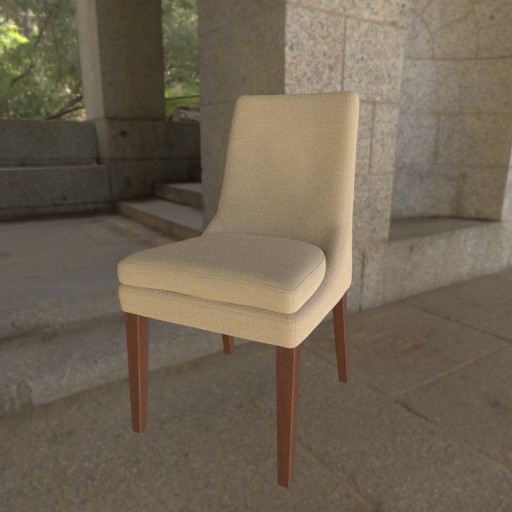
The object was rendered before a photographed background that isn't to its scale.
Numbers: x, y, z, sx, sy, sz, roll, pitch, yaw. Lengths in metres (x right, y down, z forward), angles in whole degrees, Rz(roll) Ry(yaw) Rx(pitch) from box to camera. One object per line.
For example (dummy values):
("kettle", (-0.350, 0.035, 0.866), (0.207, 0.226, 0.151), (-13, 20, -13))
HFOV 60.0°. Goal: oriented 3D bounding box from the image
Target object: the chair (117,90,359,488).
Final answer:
("chair", (0.000, 0.000, 1.295), (0.515, 0.940, 0.638), (7, 17, 26))
